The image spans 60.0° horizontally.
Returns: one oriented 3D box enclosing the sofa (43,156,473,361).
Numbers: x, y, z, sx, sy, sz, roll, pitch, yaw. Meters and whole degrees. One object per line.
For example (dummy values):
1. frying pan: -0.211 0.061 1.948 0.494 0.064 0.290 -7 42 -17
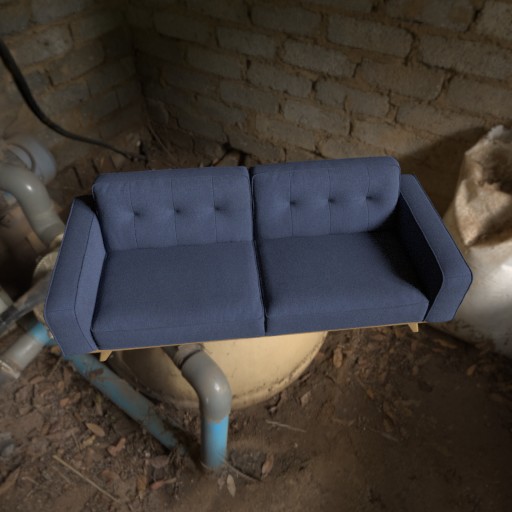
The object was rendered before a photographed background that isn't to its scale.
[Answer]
1. sofa: 0.000 0.000 2.713 2.270 0.782 0.953 -4 46 -4
